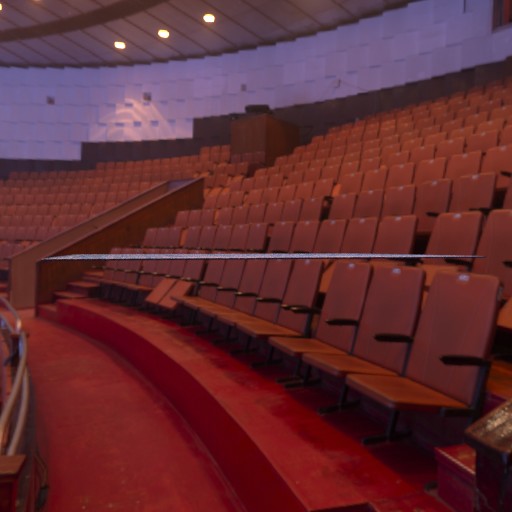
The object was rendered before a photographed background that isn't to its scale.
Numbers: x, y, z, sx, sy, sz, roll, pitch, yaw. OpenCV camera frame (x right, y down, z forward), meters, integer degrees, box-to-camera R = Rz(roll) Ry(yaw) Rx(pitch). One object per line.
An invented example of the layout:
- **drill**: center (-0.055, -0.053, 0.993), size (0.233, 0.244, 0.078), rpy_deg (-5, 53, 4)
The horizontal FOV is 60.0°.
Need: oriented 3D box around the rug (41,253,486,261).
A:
- **rug**: center (0.000, 0.000, 2.208), size (1.795, 0.008, 1.102), rpy_deg (0, 1, -17)
